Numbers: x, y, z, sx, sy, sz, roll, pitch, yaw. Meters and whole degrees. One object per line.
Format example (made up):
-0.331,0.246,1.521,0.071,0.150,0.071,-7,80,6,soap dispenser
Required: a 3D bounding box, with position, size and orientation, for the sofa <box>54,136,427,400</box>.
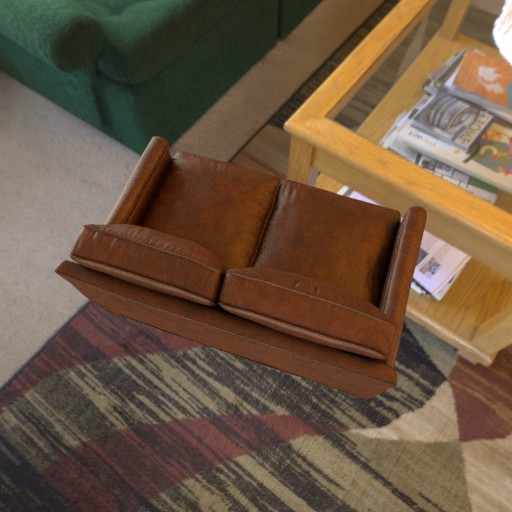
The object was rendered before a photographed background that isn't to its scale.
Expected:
0.000,0.000,2.349,1.628,1.003,1.083,17,64,9,sofa
